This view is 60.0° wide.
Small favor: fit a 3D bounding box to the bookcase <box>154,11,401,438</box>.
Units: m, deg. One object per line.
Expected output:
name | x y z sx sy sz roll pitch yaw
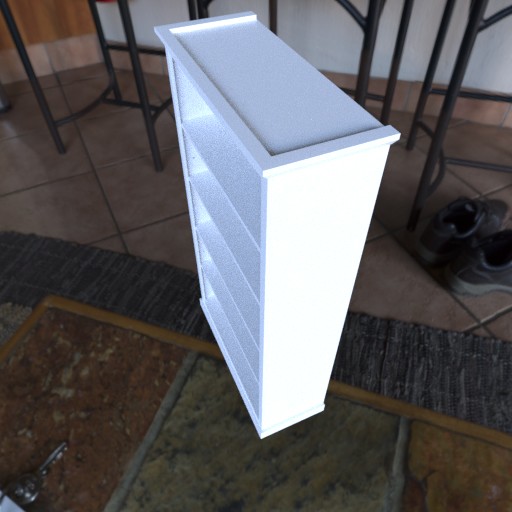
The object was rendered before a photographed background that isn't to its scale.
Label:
bookcase | 0.000 0.000 2.214 0.432 1.880 1.050 -18 50 -16
